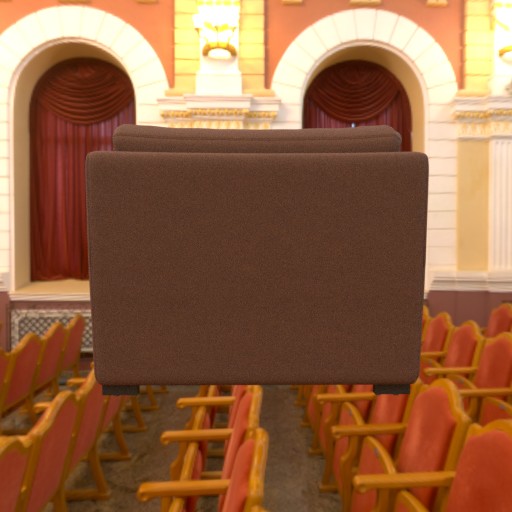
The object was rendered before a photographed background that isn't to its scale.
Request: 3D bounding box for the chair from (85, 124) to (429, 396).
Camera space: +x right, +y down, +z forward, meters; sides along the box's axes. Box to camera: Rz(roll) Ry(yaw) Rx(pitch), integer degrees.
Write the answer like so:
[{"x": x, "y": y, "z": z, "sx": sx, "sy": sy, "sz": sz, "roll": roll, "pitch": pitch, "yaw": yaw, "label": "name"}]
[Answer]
[{"x": 0.000, "y": 0.000, "z": 1.963, "sx": 1.168, "sy": 0.940, "sz": 1.143, "roll": 0, "pitch": 1, "yaw": -1, "label": "chair"}]
